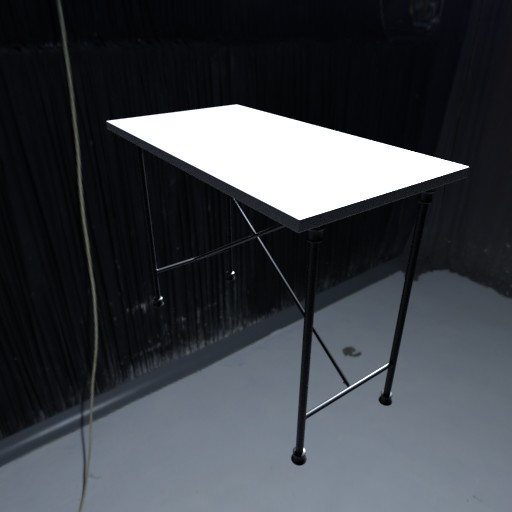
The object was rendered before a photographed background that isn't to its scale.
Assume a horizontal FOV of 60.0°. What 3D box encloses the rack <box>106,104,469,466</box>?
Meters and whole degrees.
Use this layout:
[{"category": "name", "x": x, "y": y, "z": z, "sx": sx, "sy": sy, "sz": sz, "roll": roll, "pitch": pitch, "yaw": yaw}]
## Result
[{"category": "rack", "x": 0.000, "y": 0.000, "z": 1.684, "sx": 0.613, "sy": 0.880, "sz": 1.159, "roll": -19, "pitch": 34, "yaw": -31}]
